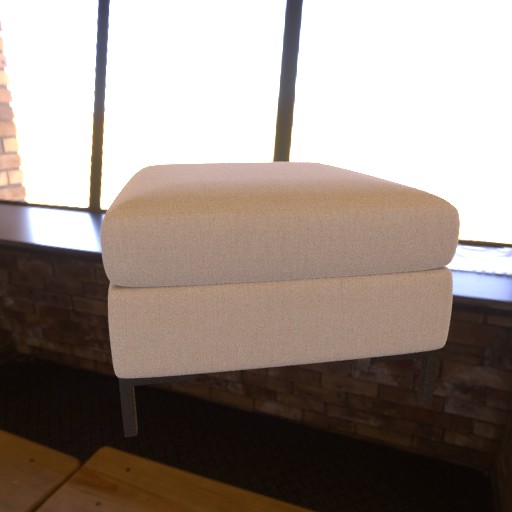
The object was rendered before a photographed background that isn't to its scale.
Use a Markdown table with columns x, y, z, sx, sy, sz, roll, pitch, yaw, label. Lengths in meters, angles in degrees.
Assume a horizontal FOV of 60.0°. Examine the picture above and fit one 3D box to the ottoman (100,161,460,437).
| x | y | z | sx | sy | sz | roll | pitch | yaw | label |
| --- | --- | --- | --- | --- | --- | --- | --- | --- | --- |
| 0.000 | 0.000 | 1.156 | 0.657 | 0.453 | 0.794 | -3 | 17 | -10 | ottoman |
